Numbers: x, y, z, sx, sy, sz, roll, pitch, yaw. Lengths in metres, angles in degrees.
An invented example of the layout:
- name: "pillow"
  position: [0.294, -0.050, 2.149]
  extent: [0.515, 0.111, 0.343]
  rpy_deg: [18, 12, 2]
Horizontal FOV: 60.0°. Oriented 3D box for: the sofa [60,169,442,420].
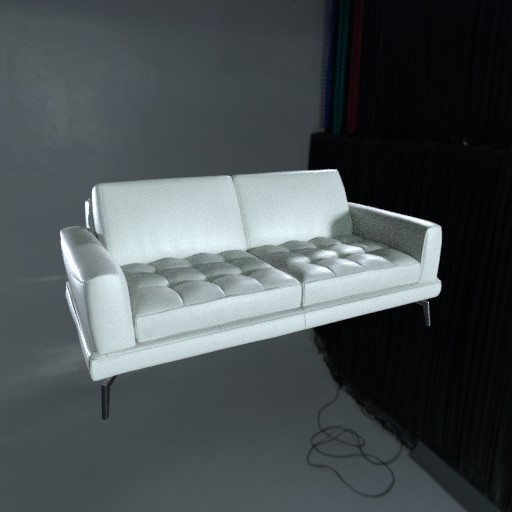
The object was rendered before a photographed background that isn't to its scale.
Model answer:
- name: "sofa"
  position: [0.000, 0.000, 2.757]
  extent: [2.177, 0.930, 1.121]
  rpy_deg: [-9, 19, -26]
